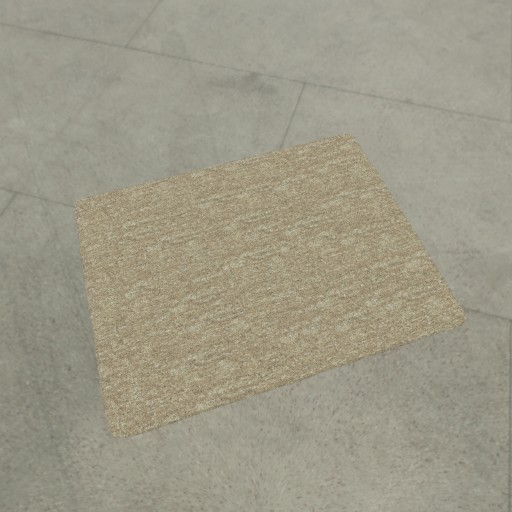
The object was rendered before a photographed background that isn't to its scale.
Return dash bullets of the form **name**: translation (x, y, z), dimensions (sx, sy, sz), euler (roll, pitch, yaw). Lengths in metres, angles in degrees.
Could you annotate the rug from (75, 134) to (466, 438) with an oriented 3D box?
- **rug**: translation (0.000, 0.000, 3.808), dimensions (2.873, 0.050, 2.242), euler (-16, 60, -9)
